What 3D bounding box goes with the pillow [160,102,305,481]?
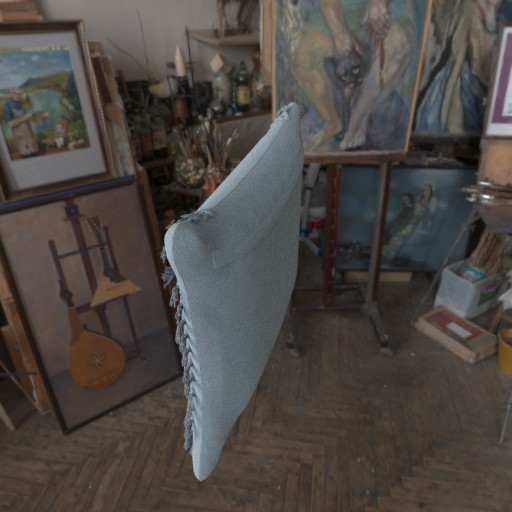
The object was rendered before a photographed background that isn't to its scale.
[{"bbox_3d":[0.000,0.000,0.580,0.084,0.305,0.466,8,32,13],"label":"pillow"}]
